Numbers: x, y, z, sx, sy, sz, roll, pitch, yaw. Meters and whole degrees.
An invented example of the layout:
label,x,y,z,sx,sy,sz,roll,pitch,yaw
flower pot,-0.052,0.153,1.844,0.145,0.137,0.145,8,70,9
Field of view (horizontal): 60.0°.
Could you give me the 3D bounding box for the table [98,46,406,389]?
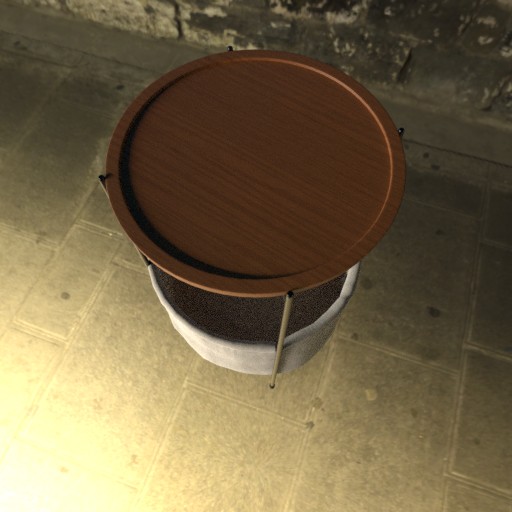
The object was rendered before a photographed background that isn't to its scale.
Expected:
label,x,y,z,sx,sy,sz,roll,pitch,yaw
table,0.000,0.000,0.853,0.393,0.623,0.393,31,68,14
